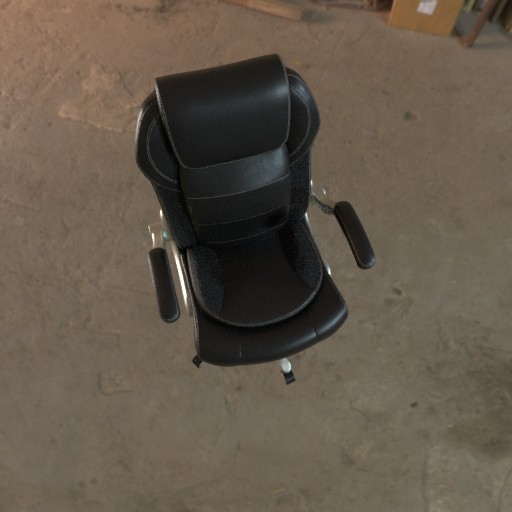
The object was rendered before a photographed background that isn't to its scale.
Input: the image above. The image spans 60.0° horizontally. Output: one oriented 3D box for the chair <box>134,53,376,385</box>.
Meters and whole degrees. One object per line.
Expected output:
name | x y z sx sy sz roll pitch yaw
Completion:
chair | 0.000 0.000 1.649 0.724 1.141 0.801 -15 65 -7
